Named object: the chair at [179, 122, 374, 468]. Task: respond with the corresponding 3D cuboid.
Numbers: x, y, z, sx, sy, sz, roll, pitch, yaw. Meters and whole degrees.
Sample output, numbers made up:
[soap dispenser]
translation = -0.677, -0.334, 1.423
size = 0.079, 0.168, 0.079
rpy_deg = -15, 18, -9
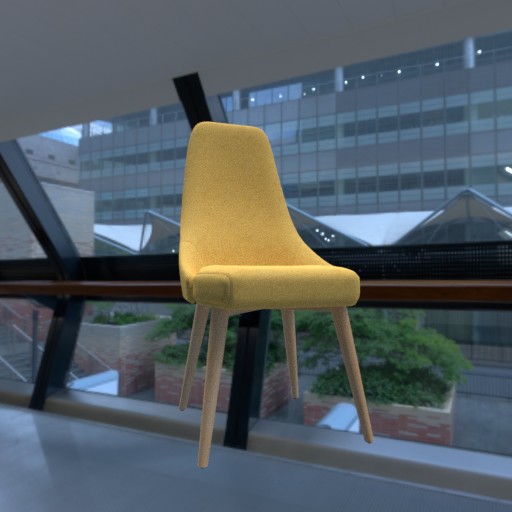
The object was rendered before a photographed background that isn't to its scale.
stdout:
[chair]
translation = 0.000, 0.000, 1.424
size = 0.510, 1.040, 0.660
rpy_deg = 0, -2, -19
